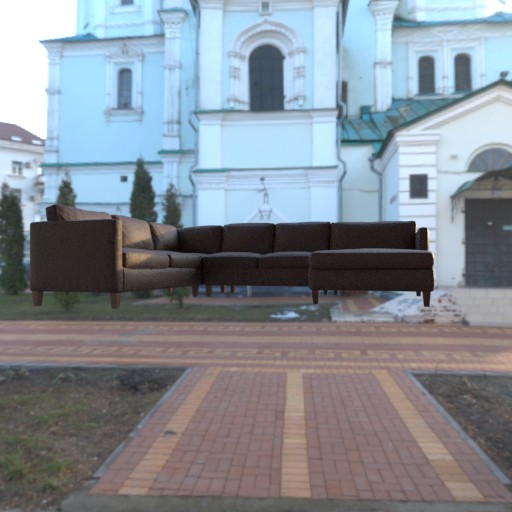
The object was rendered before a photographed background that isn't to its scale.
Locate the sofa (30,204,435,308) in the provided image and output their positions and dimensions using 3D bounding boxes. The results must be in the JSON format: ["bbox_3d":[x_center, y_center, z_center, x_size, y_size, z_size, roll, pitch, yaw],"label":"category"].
[{"bbox_3d":[0.000,0.000,4.617,3.460,0.923,2.593,0,-2,18],"label":"sofa"}]
